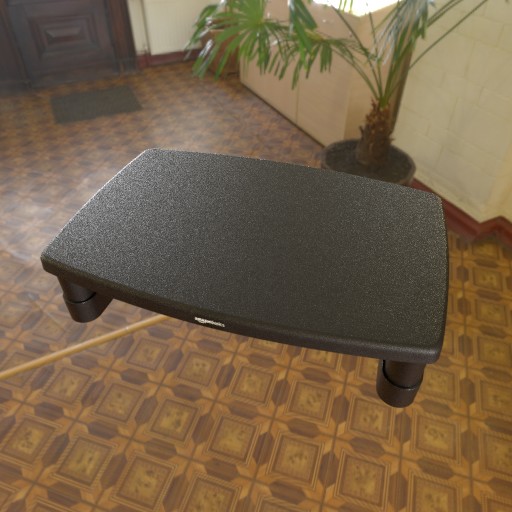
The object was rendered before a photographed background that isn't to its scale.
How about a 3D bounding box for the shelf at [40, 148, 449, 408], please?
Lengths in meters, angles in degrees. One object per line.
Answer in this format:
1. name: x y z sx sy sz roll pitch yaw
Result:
1. shelf: 0.000 0.000 0.521 0.410 0.100 0.280 12 43 13
